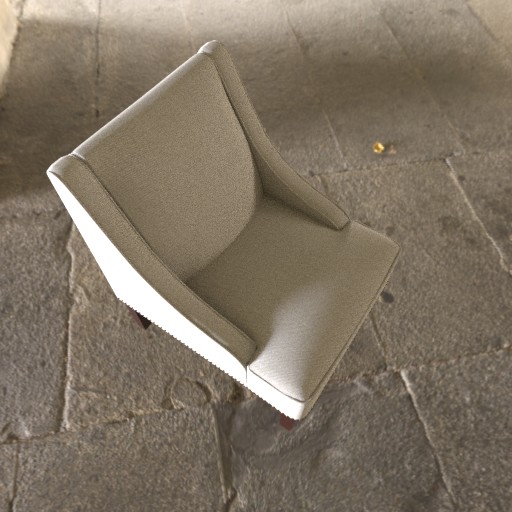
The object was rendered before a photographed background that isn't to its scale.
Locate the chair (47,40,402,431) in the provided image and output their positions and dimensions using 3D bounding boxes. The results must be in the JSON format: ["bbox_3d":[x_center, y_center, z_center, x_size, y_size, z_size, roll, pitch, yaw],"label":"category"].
[{"bbox_3d":[0.000,0.000,1.377,0.748,0.872,0.628,30,62,18],"label":"chair"}]
